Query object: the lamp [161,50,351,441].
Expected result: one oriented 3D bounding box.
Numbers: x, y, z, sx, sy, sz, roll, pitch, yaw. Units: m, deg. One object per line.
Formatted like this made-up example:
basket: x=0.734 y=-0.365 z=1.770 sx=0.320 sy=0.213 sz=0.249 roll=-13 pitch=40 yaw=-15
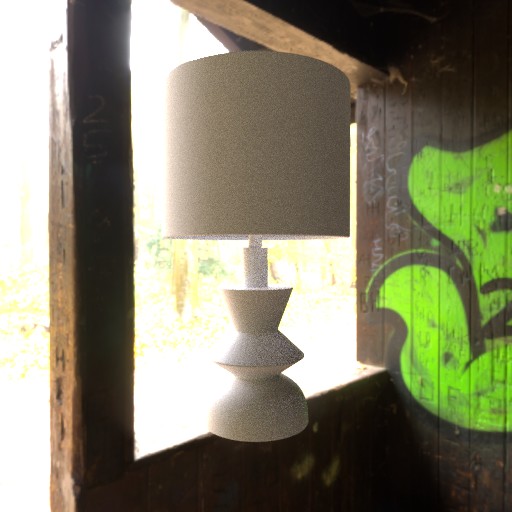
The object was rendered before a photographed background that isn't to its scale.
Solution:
lamp: x=0.000 y=0.000 z=0.723 sx=0.301 sy=0.533 sz=0.301 roll=0 pitch=1 yaw=18
